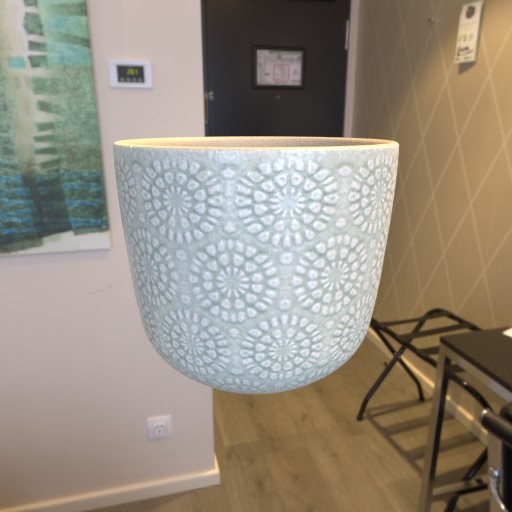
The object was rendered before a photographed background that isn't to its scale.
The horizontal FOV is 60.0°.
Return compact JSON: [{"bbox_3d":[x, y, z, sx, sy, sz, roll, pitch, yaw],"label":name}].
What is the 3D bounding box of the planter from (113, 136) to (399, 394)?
[{"bbox_3d":[0.000,0.000,0.216,0.124,0.109,0.124,0,17,0],"label":"planter"}]
